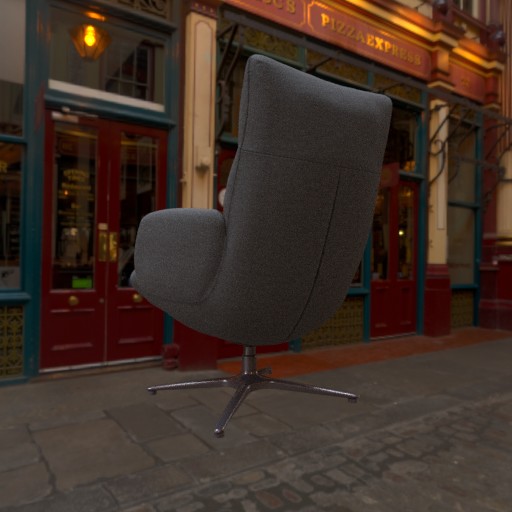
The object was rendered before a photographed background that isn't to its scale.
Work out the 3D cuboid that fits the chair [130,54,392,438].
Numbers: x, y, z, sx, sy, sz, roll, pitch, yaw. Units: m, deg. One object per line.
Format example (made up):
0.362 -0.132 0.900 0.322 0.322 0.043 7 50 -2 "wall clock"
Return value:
0.000 0.000 1.516 0.702 0.984 0.831 1 -1 -35 "chair"
